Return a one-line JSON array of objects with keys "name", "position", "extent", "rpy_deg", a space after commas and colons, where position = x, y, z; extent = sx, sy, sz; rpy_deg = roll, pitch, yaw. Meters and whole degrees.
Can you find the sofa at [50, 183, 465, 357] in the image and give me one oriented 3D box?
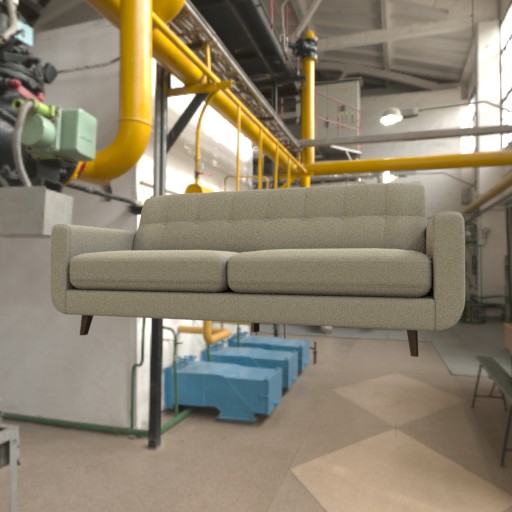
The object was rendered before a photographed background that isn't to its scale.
[{"name": "sofa", "position": [0.000, 0.000, 2.612], "extent": [2.137, 0.892, 0.980], "rpy_deg": [0, -1, 18]}]
